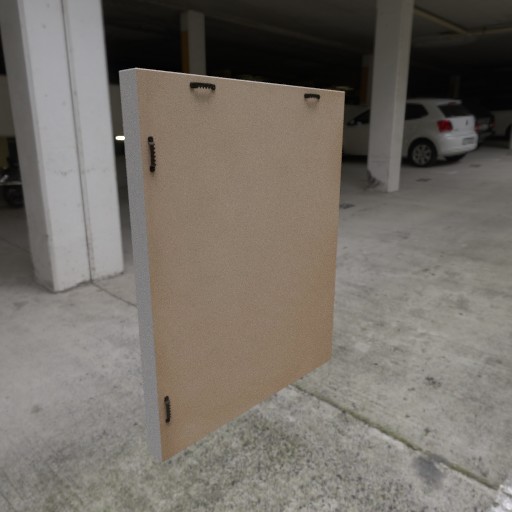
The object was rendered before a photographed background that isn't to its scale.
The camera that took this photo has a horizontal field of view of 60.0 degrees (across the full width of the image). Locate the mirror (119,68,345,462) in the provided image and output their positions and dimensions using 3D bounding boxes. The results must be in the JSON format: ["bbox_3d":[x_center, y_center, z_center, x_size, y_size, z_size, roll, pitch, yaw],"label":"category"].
[{"bbox_3d":[0.000,0.000,0.696,0.041,0.508,0.405,15,21,42],"label":"mirror"}]
